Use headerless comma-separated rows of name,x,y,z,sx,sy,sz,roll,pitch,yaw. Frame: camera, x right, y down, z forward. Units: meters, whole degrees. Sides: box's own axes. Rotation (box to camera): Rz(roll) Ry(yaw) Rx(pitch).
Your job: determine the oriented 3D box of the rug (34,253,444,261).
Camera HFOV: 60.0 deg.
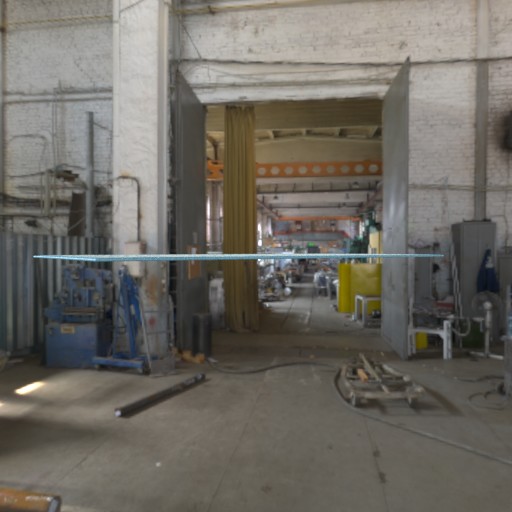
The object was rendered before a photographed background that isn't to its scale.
rug,0.000,0.000,1.450,1.219,0.007,0.604,-1,1,-37
